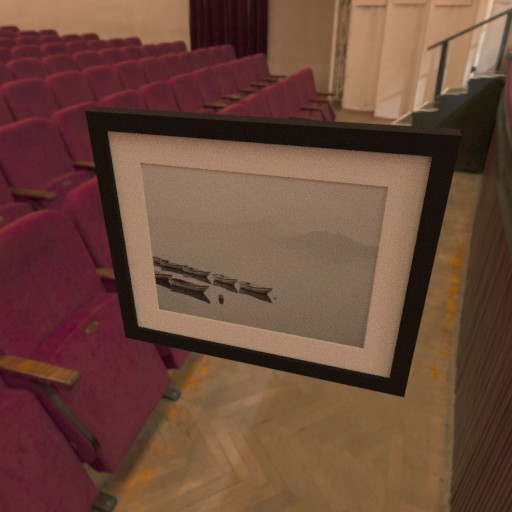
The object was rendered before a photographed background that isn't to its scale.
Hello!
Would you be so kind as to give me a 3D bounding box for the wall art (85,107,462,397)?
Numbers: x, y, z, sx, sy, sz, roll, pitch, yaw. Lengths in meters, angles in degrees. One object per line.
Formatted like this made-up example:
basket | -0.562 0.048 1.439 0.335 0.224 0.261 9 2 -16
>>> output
wall art | 0.000 0.000 0.540 0.397 0.325 0.028 8 30 15
